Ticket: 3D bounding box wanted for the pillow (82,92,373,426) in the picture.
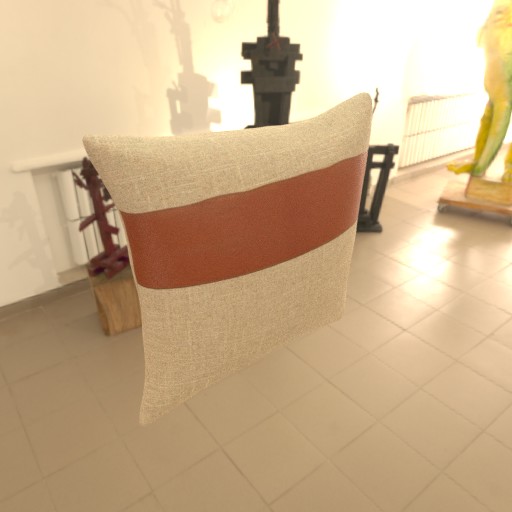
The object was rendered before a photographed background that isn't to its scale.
[{"bbox_3d":[0.000,0.000,0.623,0.414,0.399,0.173,-21,35,-33],"label":"pillow"}]
